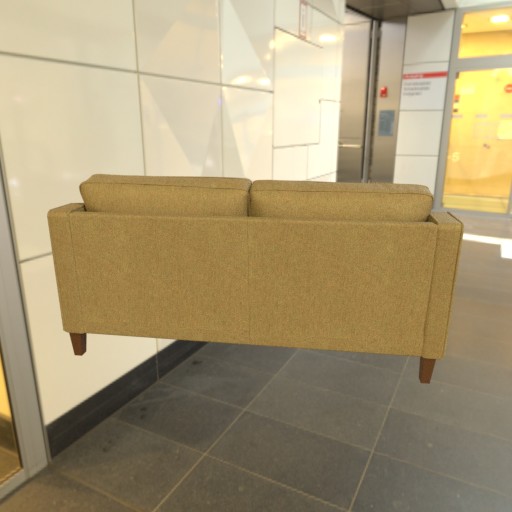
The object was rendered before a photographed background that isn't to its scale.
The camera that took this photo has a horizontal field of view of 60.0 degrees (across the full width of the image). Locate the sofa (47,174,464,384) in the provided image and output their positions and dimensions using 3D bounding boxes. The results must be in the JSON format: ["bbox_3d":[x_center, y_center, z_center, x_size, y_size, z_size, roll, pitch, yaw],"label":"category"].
[{"bbox_3d":[0.000,0.000,2.876,2.181,1.074,1.073,2,17,8],"label":"sofa"}]
